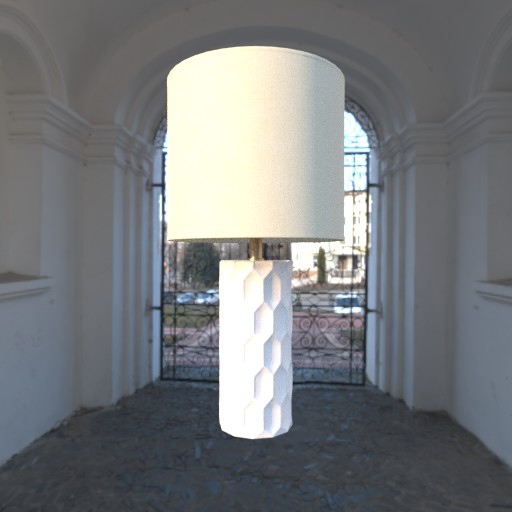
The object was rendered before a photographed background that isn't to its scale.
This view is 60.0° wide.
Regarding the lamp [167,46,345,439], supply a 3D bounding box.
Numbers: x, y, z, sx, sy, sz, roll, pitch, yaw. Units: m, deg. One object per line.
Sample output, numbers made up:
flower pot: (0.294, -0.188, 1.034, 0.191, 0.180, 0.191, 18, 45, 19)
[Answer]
lamp: (0.000, 0.000, 0.704, 0.277, 0.537, 0.277, 0, 0, 19)
